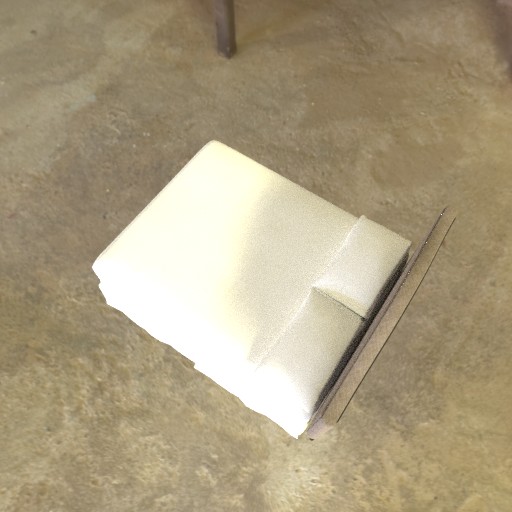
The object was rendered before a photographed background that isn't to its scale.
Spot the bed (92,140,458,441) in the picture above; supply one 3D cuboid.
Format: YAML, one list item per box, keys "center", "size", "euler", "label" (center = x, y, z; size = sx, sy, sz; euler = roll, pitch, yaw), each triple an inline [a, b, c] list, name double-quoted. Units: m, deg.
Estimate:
- center: [0.000, 0.000, 3.374]
  size: [2.153, 1.518, 1.713]
  euler: [32, 68, 15]
  label: "bed"
